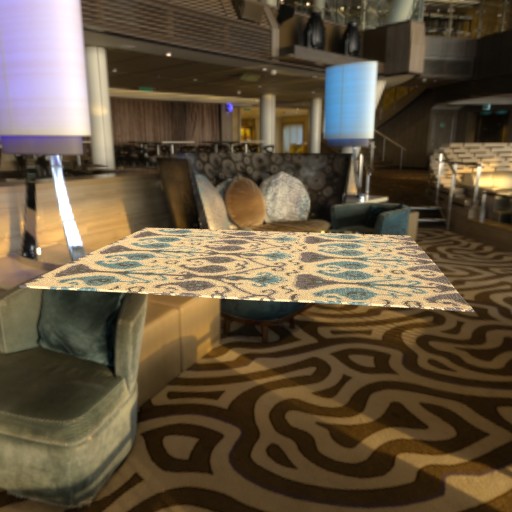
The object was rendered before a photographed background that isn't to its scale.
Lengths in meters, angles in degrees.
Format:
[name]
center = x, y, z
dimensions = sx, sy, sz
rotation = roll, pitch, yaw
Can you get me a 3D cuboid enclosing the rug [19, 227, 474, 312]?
[rug]
center = 0.000, 0.000, 2.956
dimensions = 2.261, 0.013, 1.676
rotation = 2, 14, 9
